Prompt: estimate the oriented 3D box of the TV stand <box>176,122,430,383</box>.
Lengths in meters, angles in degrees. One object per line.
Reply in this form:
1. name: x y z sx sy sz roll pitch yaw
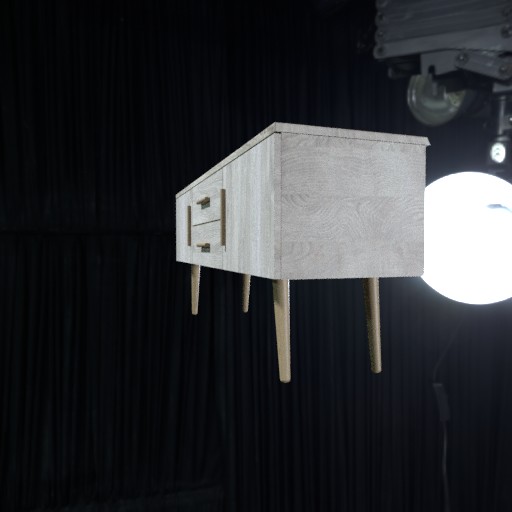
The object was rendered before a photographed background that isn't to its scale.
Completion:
1. TV stand: 0.000 0.000 1.577 0.401 0.565 1.313 0 1 -19
